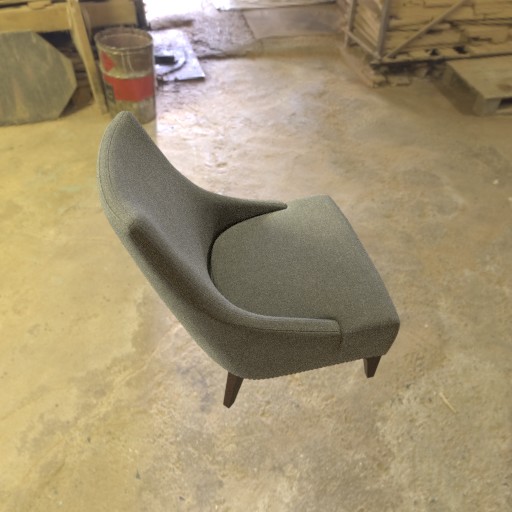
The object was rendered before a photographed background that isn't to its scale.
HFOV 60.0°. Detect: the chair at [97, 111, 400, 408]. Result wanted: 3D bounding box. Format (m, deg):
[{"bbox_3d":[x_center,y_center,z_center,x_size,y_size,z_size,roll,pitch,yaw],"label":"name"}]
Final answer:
[{"bbox_3d":[0.000,0.000,1.541,0.861,0.909,0.701,-10,47,-9],"label":"chair"}]
